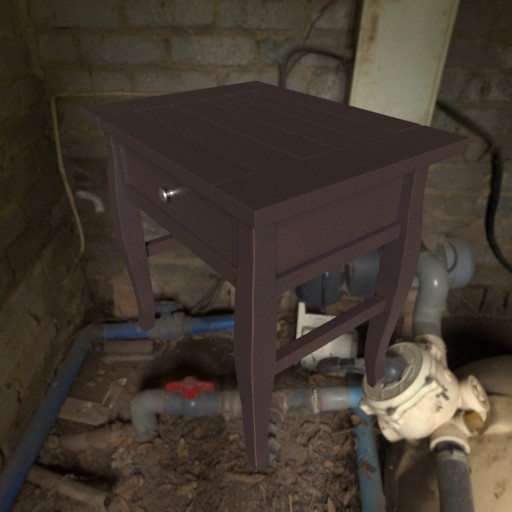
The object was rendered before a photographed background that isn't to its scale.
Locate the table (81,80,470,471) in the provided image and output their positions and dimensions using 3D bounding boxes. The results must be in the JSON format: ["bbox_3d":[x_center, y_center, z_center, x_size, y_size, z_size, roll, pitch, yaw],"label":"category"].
[{"bbox_3d":[0.000,0.000,0.998,0.460,0.605,0.602,-22,39,-31],"label":"table"}]
